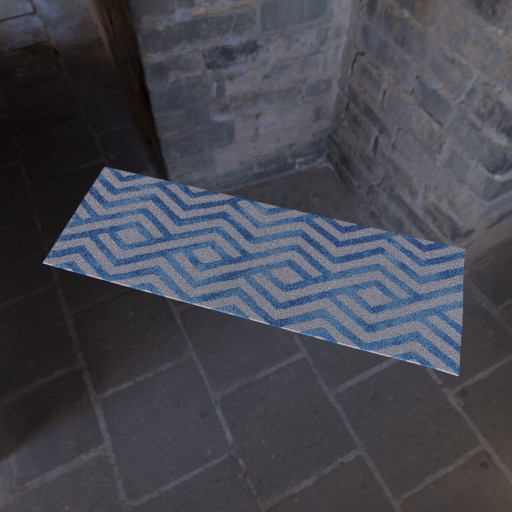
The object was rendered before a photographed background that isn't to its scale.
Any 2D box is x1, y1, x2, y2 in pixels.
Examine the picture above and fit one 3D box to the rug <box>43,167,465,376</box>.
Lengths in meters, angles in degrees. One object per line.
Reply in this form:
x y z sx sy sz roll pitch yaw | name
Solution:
0.000 0.000 1.648 1.492 0.007 0.503 14 59 9 | rug
